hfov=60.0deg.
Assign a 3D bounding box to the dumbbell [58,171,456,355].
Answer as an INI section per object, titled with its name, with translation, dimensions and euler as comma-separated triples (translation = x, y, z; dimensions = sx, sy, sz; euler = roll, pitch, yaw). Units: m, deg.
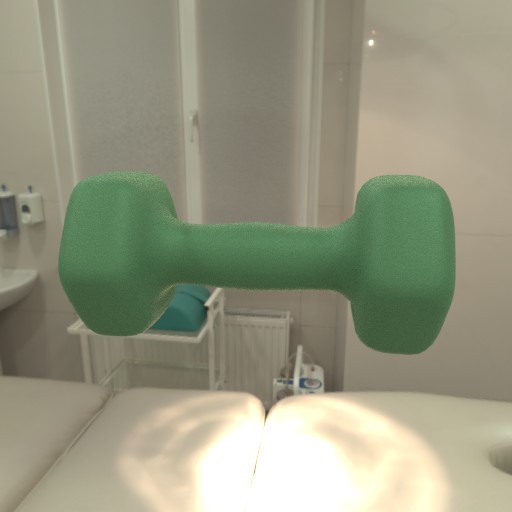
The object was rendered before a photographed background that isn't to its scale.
[dumbbell]
translation = 0.000, 0.000, 0.322
dimensions = 0.260, 0.117, 0.129
euler = 2, 16, 8
